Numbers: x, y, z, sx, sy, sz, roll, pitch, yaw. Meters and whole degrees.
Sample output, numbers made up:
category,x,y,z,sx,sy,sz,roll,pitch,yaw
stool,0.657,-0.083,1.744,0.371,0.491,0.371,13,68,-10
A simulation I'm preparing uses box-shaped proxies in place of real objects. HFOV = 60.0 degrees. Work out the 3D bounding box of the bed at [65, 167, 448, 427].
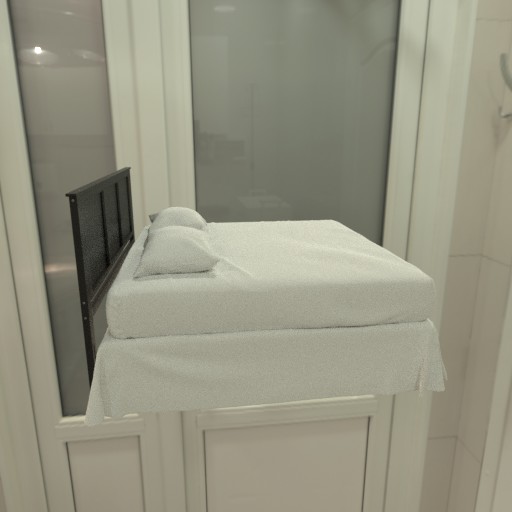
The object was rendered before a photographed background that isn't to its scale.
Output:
category,x,y,z,sx,sy,sz,roll,pitch,yaw
bed,0.000,0.000,3.501,2.219,1.271,2.315,-2,15,-7
